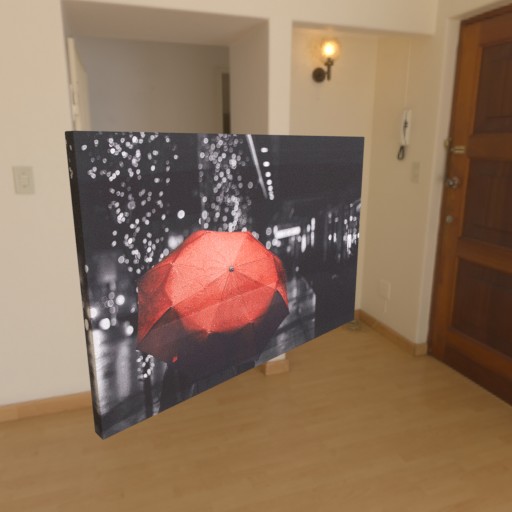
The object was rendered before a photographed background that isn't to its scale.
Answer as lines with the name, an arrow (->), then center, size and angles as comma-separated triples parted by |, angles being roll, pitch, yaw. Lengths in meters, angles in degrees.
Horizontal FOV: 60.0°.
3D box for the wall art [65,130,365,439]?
wall art -> 0.000, 0.000, 1.154 | 0.914, 0.609, 0.038 | -14, 19, -43
